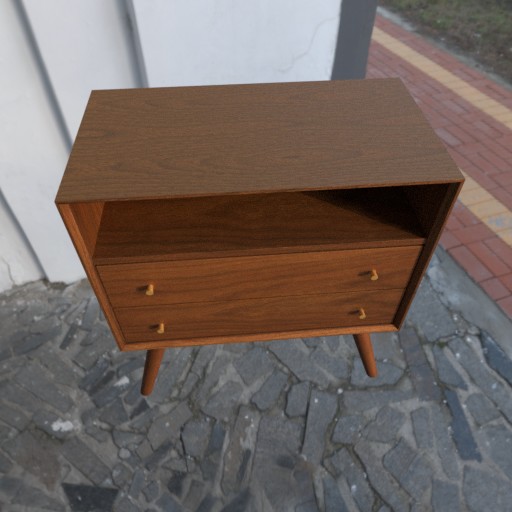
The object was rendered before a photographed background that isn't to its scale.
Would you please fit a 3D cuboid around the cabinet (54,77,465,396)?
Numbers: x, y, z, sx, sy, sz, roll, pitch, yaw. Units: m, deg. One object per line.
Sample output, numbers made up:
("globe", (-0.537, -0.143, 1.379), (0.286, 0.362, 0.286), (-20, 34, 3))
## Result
("cabinet", (0.000, 0.000, 1.162), (0.712, 0.748, 0.388), (-4, 48, -3))
